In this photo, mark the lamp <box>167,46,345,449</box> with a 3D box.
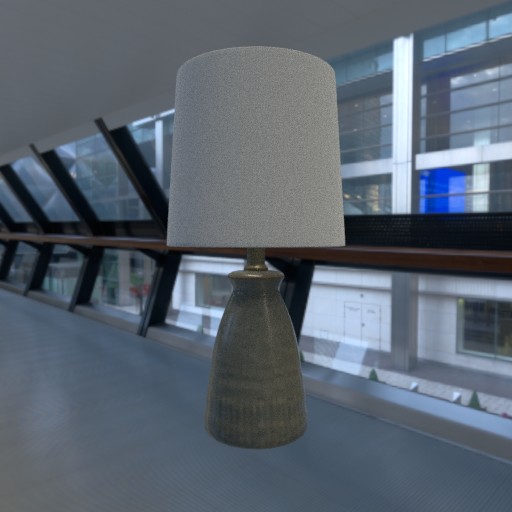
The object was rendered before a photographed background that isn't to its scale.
[{"bbox_3d":[0.000,0.000,0.472,0.186,0.369,0.186,0,2,0],"label":"lamp"}]
